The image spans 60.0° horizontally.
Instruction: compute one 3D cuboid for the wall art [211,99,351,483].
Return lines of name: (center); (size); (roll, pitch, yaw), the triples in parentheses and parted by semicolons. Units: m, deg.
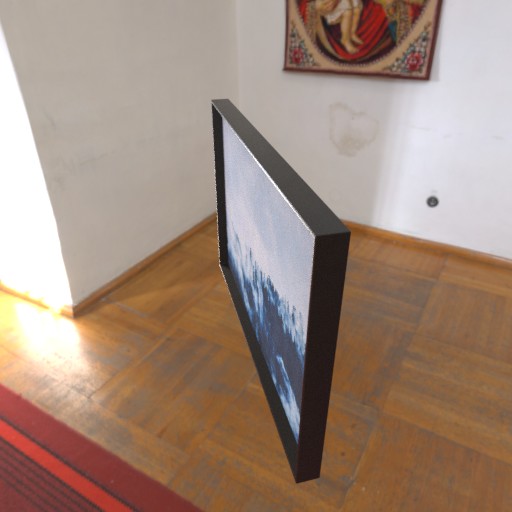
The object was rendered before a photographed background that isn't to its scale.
wall art: (0.000, 0.000, 1.225); (0.058, 0.640, 0.939); (-8, 33, -12)
